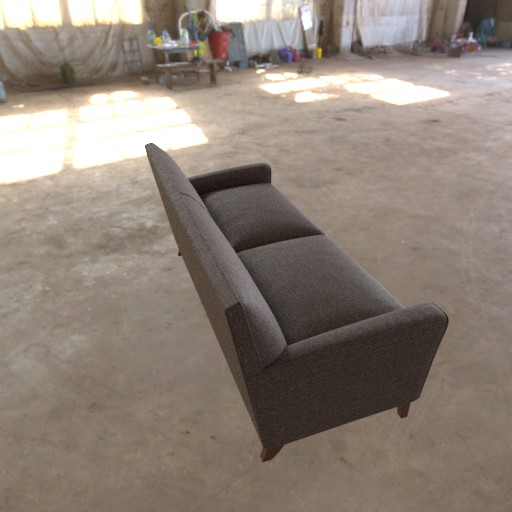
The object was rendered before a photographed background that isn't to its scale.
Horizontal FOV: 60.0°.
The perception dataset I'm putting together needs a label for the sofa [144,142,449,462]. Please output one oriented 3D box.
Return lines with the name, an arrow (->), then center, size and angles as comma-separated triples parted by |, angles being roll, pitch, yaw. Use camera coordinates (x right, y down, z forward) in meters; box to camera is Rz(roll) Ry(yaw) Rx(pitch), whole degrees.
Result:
sofa -> 0.000, 0.000, 2.438 | 0.875, 0.846, 1.976 | -10, 31, -17
